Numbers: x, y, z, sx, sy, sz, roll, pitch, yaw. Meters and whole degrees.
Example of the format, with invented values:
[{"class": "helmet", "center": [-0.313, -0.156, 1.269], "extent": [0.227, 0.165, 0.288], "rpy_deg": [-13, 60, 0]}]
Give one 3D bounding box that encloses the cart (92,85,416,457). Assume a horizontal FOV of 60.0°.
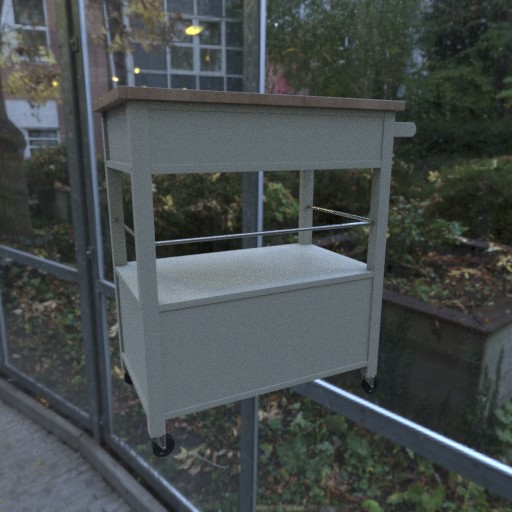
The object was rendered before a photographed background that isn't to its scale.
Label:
[{"class": "cart", "center": [0.000, 0.000, 1.377], "extent": [0.840, 0.901, 0.459], "rpy_deg": [-7, 16, -25]}]
